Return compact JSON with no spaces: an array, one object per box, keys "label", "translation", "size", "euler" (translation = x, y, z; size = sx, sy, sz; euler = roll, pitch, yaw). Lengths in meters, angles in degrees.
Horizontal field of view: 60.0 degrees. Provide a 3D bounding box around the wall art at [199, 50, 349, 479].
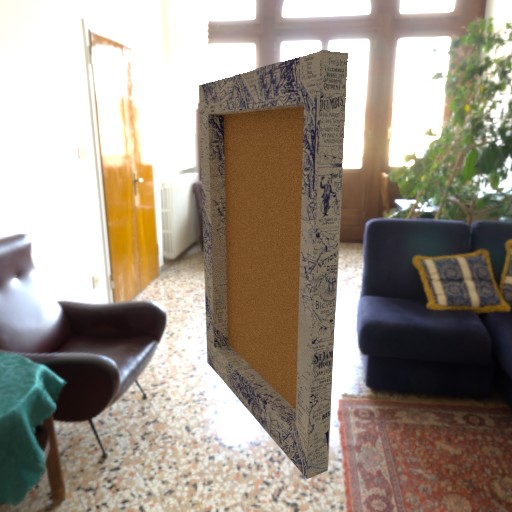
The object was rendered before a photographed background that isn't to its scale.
[{"label":"wall art","translation":[0.000,0.000,0.778],"size":[0.040,0.601,0.408],"euler":[-8,17,-27]}]
